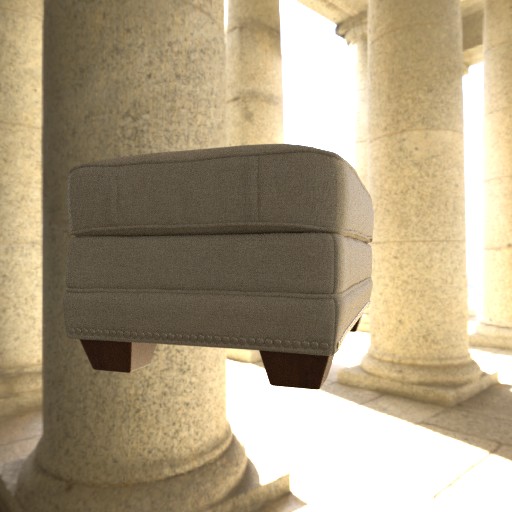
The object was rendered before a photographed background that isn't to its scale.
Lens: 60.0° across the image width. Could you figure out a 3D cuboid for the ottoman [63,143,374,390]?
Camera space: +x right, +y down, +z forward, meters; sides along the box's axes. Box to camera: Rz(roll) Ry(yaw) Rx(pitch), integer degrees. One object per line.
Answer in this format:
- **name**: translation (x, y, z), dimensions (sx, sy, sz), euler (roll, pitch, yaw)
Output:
- **ottoman**: translation (0.000, 0.000, 1.146), dimensions (0.559, 0.458, 0.813), euler (0, -1, 18)
